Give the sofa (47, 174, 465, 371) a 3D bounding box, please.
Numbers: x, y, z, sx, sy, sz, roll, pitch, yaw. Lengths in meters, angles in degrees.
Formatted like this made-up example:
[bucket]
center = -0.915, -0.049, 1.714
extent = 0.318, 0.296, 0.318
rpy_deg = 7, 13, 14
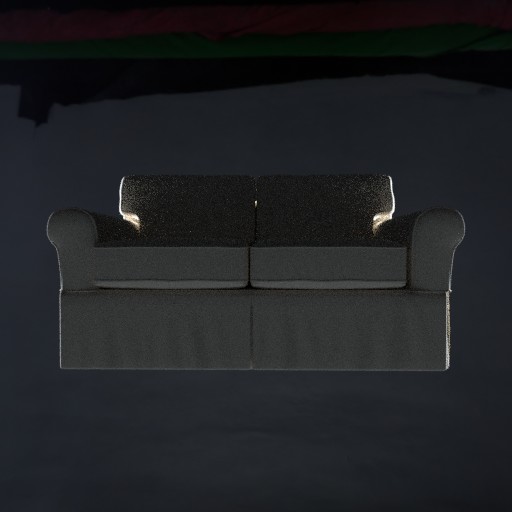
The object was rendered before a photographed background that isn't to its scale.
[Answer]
[sofa]
center = 0.000, 0.000, 2.277
extent = 1.727, 0.940, 0.991
rpy_deg = 0, 0, 1
